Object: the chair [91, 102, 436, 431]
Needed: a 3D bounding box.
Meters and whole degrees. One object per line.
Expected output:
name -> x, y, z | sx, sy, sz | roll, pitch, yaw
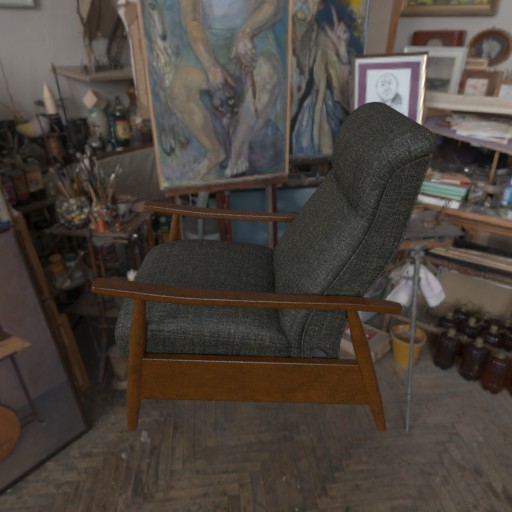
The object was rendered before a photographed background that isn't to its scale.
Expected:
chair -> 0.000, 0.000, 1.725 | 1.014, 1.082, 0.762 | 0, 27, 0
